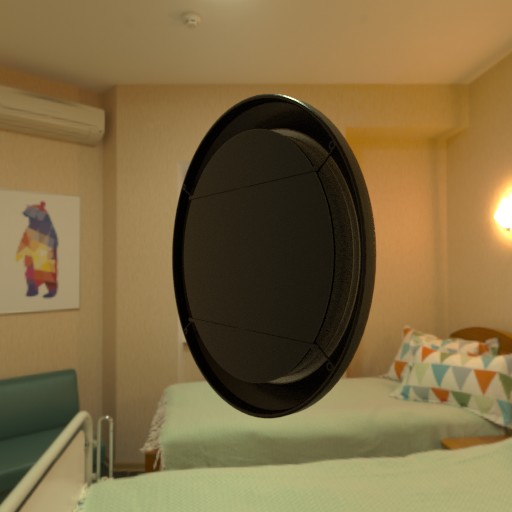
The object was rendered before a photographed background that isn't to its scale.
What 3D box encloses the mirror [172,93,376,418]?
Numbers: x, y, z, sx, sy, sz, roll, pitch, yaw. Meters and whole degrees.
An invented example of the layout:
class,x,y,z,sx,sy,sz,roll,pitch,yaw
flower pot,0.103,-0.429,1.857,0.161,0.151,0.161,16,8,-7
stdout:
class,x,y,z,sx,sy,sz,roll,pitch,yaw
mirror,0.000,0.000,1.321,0.111,0.907,0.907,1,-1,-37
